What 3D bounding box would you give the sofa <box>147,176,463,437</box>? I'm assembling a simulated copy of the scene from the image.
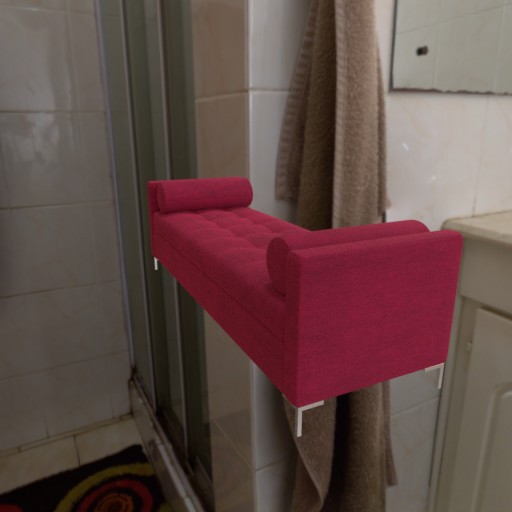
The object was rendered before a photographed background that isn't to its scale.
[{"bbox_3d":[0.000,0.000,2.355,0.686,0.635,1.981,-8,18,-25],"label":"sofa"}]
